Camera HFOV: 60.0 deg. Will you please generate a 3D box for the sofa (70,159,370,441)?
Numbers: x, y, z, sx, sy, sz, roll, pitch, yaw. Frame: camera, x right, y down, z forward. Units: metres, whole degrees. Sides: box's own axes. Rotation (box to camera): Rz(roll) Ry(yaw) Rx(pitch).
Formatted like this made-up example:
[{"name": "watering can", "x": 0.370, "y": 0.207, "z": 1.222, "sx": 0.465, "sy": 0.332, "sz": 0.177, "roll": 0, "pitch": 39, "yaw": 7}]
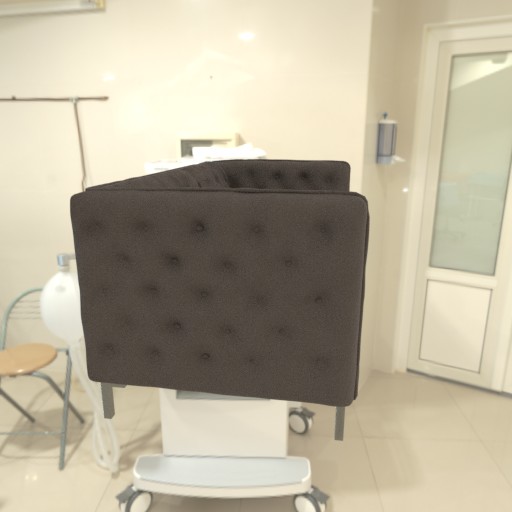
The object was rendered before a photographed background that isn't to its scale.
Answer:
[{"name": "sofa", "x": 0.000, "y": 0.000, "z": 2.079, "sx": 0.909, "sy": 0.810, "sz": 1.583, "roll": 3, "pitch": 16, "yaw": 9}]
